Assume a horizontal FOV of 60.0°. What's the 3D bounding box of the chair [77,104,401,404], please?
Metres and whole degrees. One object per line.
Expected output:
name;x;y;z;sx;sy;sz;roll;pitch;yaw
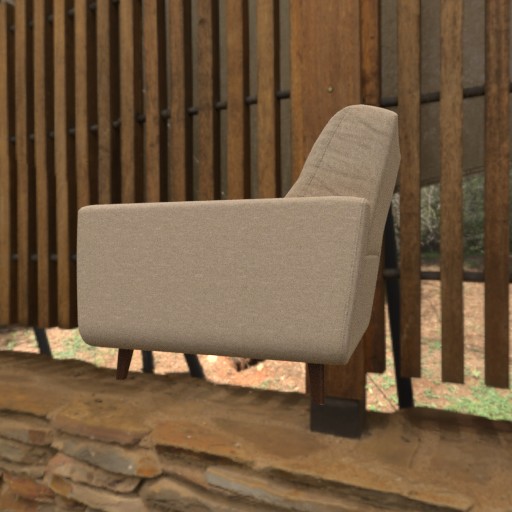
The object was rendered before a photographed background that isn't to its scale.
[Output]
chair;0.000;0.000;1.831;1.128;0.965;0.897;0;0;19
